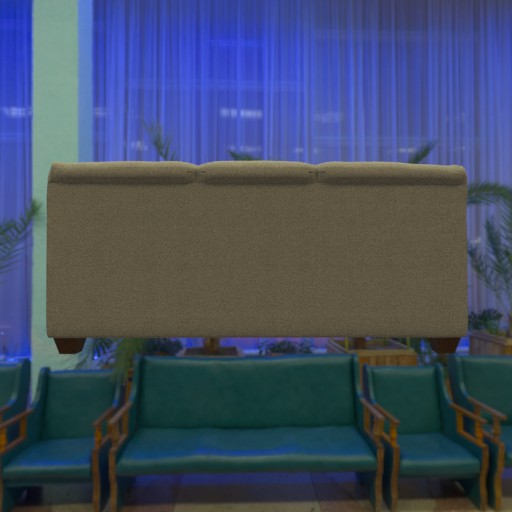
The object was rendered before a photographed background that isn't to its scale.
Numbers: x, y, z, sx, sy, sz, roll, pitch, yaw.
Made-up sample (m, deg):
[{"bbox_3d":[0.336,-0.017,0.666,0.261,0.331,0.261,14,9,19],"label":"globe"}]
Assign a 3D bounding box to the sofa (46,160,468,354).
[{"bbox_3d":[0.000,0.000,2.581,2.024,0.958,0.997,0,-1,0],"label":"sofa"}]
